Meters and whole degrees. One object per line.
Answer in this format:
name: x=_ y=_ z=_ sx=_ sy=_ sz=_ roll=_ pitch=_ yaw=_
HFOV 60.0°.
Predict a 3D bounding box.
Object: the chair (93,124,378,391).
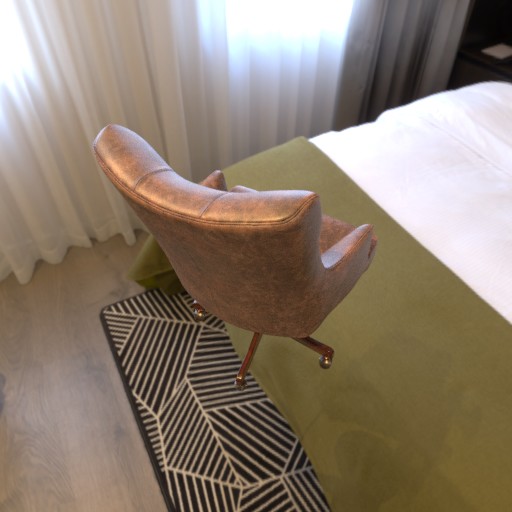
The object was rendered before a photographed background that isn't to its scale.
chair: x=0.000 y=0.000 z=1.490 sx=0.641 sy=1.035 sz=0.762 roll=23 pitch=49 yaw=21
